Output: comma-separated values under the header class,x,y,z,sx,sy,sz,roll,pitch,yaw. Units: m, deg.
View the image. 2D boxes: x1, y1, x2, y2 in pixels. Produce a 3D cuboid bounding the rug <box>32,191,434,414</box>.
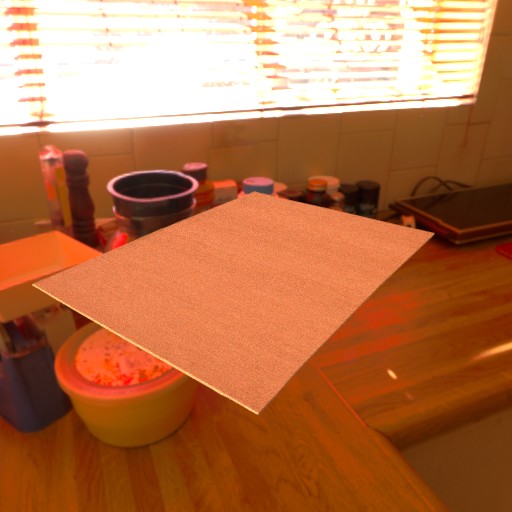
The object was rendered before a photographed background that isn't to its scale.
class,x,y,z,sx,sy,sz,roll,pitch,yaw
rug,0.000,0.000,4.298,2.434,0.045,3.202,19,32,33
